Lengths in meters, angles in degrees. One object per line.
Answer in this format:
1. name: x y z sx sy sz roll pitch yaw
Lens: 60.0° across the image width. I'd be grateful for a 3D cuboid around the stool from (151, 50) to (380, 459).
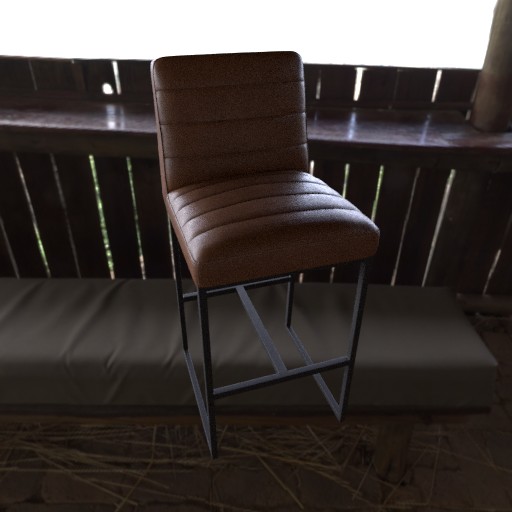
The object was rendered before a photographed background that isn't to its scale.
1. stool: 0.000 0.000 1.301 0.458 1.040 0.556 -10 33 -15
